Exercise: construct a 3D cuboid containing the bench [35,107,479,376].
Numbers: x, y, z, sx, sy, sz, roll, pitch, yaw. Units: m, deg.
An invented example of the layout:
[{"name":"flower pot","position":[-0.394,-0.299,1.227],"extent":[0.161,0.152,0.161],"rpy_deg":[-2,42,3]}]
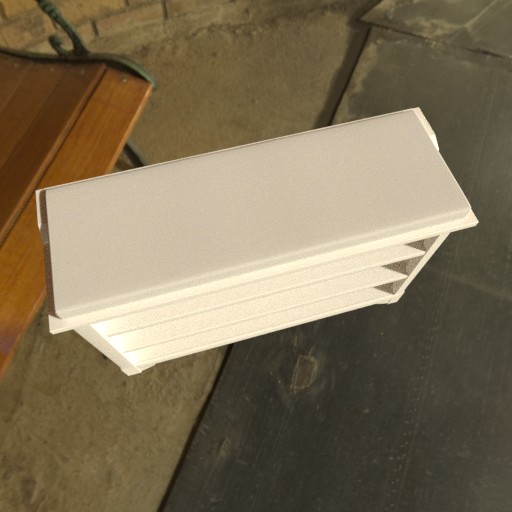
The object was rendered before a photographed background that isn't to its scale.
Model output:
[{"name":"bench","position":[0.000,0.000,1.273],"extent":[0.987,0.589,0.346],"rpy_deg":[-14,64,-7]}]
